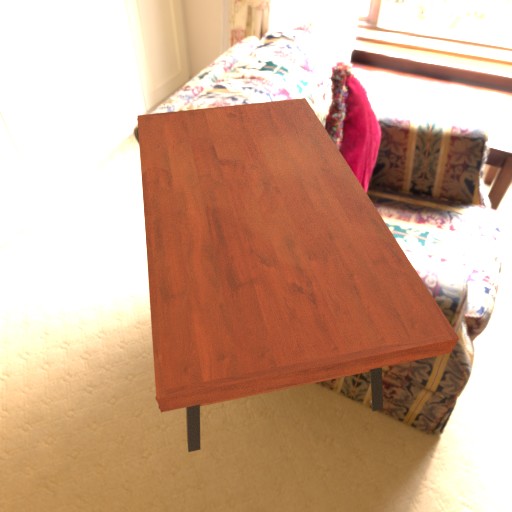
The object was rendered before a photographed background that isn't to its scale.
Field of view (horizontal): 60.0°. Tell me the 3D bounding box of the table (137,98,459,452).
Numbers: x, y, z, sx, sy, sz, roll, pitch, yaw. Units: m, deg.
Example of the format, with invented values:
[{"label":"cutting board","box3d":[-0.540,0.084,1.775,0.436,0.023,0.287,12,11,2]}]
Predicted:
[{"label":"table","box3d":[0.000,0.000,1.377,0.610,0.457,1.067,-9,46,-9]}]
